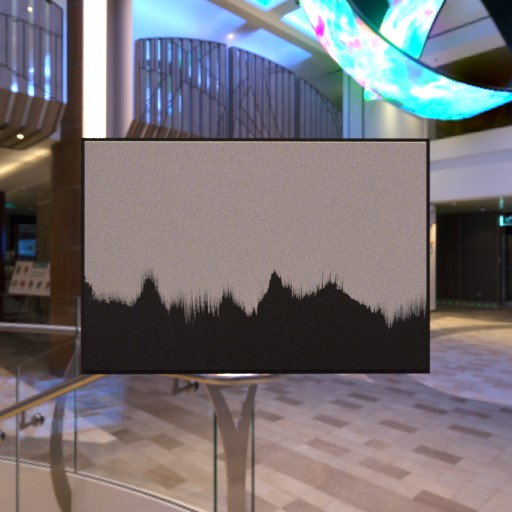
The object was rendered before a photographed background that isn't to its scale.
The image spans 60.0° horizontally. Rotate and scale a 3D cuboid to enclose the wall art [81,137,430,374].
[{"bbox_3d":[0.000,0.000,1.520,1.190,0.805,0.028,0,0,0],"label":"wall art"}]
